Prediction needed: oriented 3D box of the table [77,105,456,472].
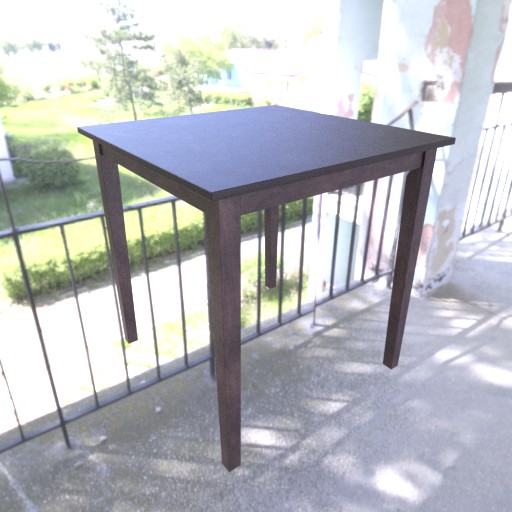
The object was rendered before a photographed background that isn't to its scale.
[{"bbox_3d":[0.000,0.000,1.401,0.749,0.770,0.749,-19,32,-32],"label":"table"}]
